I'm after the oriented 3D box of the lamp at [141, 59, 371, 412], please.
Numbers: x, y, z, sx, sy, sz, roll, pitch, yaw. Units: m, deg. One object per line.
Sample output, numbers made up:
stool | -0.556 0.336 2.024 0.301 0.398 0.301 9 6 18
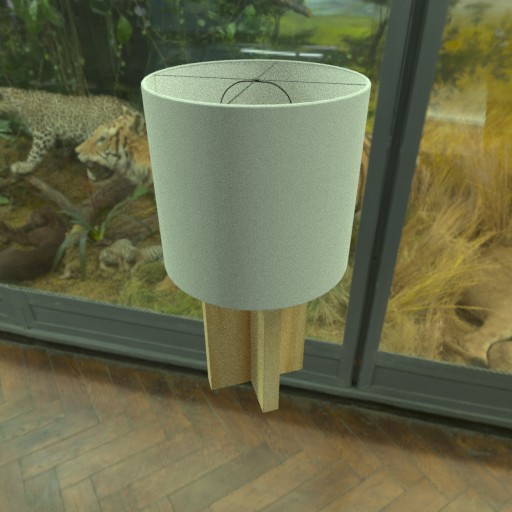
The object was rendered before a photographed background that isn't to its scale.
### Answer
lamp | 0.000 0.000 0.564 0.229 0.428 0.229 -9 34 -14
